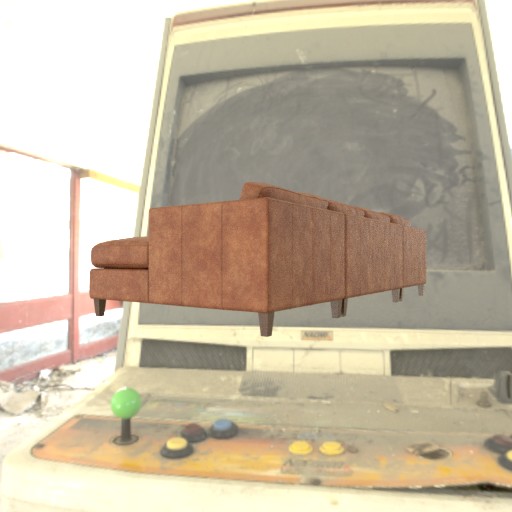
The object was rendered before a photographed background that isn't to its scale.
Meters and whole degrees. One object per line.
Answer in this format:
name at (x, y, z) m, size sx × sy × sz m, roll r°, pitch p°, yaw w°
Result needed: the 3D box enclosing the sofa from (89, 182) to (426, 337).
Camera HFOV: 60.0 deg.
sofa at (0.000, 0.000, 4.390) m, size 2.452 × 0.888 × 3.324 m, roll 0°, pitch 0°, yaw 35°
